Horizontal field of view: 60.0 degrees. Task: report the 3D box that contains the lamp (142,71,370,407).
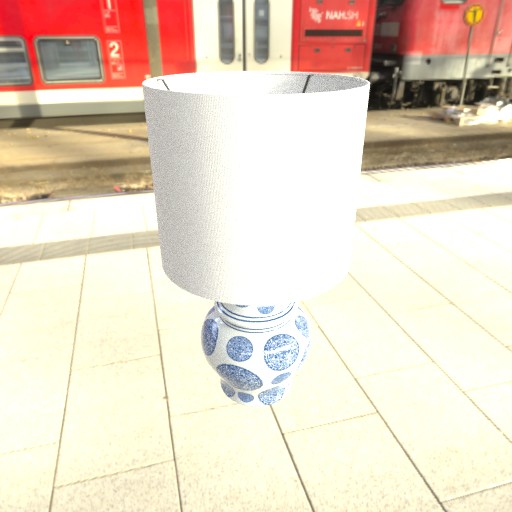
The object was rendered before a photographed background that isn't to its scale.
[{"bbox_3d":[0.000,0.000,0.515,0.215,0.381,0.215,-8,28,-16],"label":"lamp"}]
